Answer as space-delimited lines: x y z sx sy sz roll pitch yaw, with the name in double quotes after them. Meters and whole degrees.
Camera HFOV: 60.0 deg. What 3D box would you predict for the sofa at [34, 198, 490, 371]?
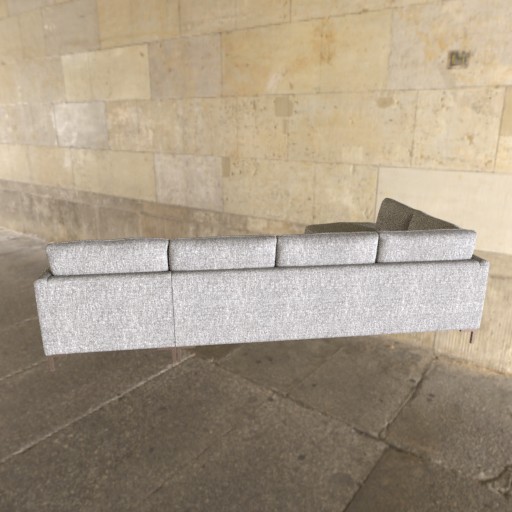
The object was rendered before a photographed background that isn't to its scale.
0.000 0.000 3.499 2.737 0.756 1.879 -2 17 -7 "sofa"
